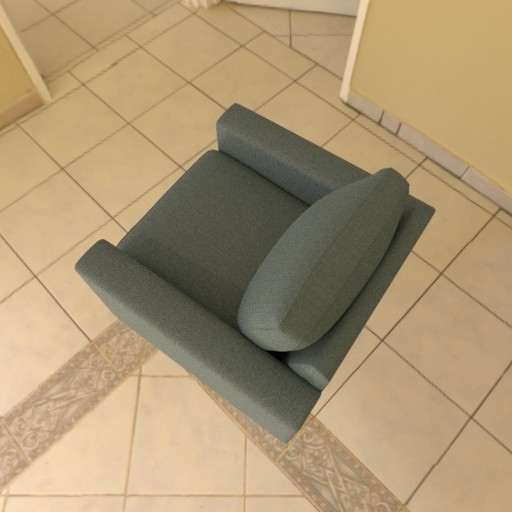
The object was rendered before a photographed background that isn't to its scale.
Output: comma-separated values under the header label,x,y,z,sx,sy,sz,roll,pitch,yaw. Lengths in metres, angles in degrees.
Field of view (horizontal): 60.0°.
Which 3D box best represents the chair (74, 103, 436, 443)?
label,x,y,z,sx,sy,sz,roll,pitch,yaw
chair,0.000,0.000,1.873,1.038,1.010,1.024,32,68,15
